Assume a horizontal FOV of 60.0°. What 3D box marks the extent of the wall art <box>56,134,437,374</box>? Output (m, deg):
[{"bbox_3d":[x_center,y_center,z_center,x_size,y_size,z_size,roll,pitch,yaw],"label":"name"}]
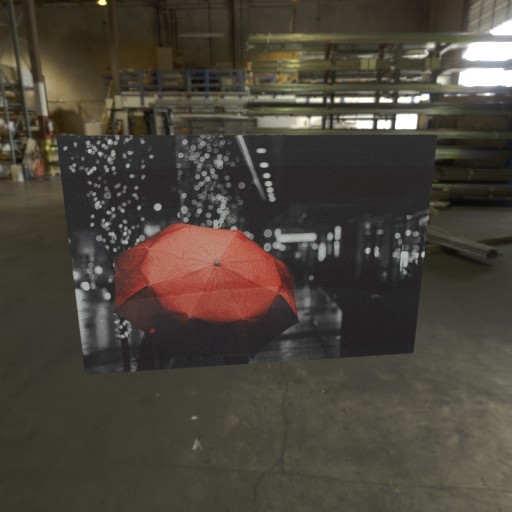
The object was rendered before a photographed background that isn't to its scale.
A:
[{"bbox_3d":[0.000,0.000,1.157,0.914,0.609,0.038,-2,16,-7],"label":"wall art"}]
